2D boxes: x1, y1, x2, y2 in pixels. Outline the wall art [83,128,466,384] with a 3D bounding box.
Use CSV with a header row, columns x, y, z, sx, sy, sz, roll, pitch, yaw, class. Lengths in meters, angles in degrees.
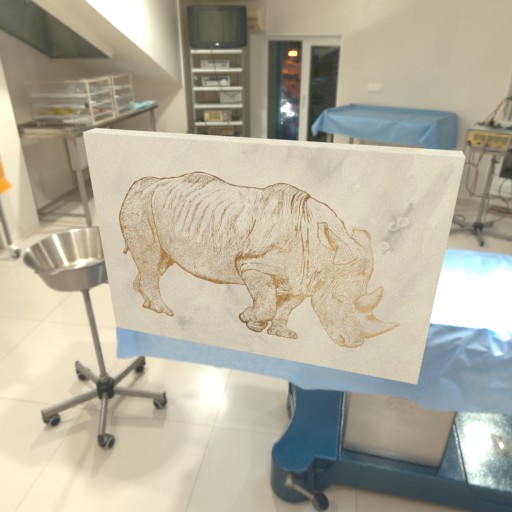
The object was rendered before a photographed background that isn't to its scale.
x,y,z,sx,sy,sz,roll,pitch,yaw,class
0.000,0.000,0.791,0.609,0.407,0.038,8,28,15,wall art
